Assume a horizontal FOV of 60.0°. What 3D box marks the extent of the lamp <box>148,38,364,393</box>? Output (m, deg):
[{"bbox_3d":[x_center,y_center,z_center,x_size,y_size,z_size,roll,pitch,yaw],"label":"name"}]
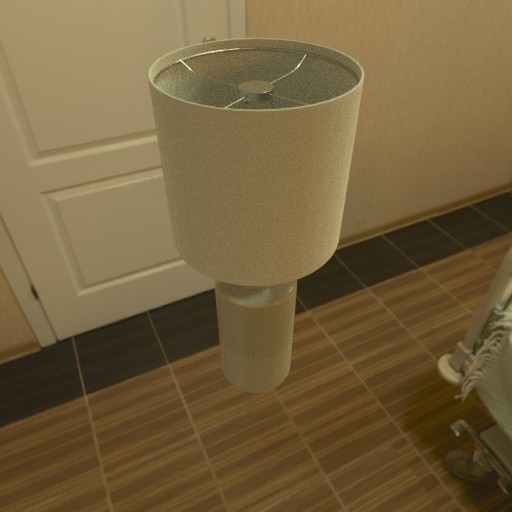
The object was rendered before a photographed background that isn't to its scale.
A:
[{"bbox_3d":[0.000,0.000,0.600,0.212,0.493,0.212,24,46,26],"label":"lamp"}]
